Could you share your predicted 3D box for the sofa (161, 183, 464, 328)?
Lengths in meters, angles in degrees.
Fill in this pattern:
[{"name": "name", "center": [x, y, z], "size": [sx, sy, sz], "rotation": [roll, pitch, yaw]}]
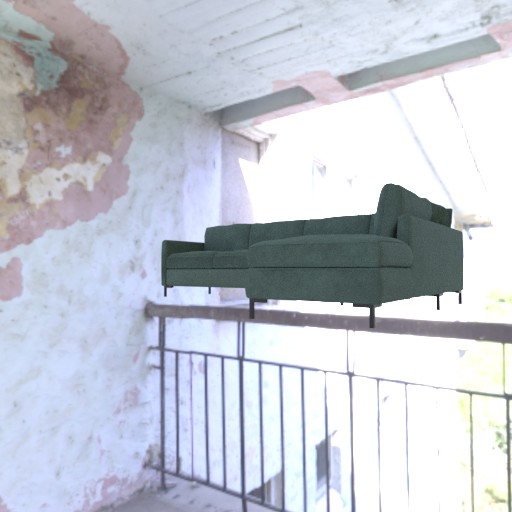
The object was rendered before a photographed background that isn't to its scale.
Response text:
[{"name": "sofa", "center": [0.000, 0.000, 3.193], "size": [2.486, 0.687, 1.707], "rotation": [-1, -2, 36]}]
